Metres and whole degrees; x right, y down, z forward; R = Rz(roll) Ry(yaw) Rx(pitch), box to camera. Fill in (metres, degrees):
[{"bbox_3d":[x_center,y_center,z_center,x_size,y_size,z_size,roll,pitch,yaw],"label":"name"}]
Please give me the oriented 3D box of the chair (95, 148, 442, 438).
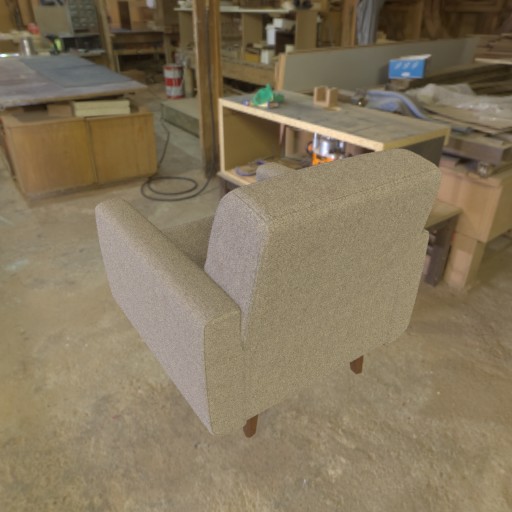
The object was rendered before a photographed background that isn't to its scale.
[{"bbox_3d":[0.000,0.000,1.533,0.831,0.839,0.907,-19,36,-29],"label":"chair"}]
